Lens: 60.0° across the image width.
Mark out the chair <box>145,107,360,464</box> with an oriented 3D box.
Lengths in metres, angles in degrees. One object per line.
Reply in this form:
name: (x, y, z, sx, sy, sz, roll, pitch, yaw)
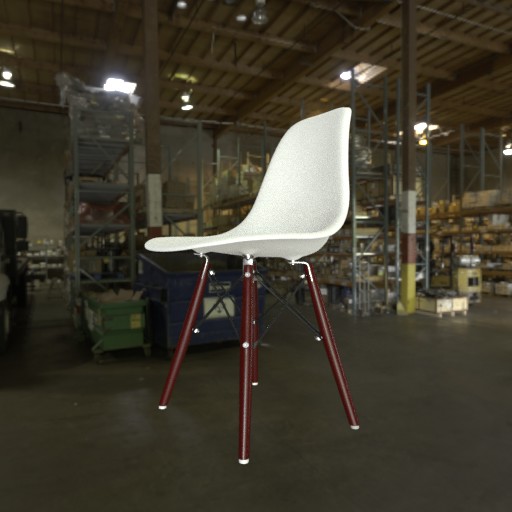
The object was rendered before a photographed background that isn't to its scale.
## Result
chair: (0.000, 0.000, 1.149, 0.533, 0.826, 0.470, -1, 1, -38)
